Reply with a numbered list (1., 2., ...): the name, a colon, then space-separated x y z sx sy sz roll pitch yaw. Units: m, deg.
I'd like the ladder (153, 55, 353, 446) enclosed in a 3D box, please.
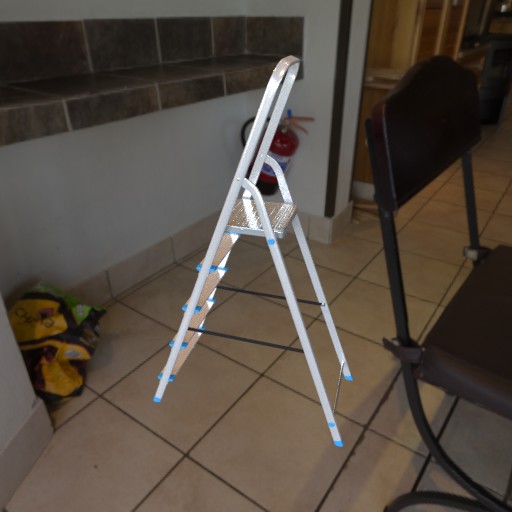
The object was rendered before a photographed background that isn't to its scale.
1. ladder: 0.000 0.000 1.998 0.990 1.648 0.468 8 30 14
